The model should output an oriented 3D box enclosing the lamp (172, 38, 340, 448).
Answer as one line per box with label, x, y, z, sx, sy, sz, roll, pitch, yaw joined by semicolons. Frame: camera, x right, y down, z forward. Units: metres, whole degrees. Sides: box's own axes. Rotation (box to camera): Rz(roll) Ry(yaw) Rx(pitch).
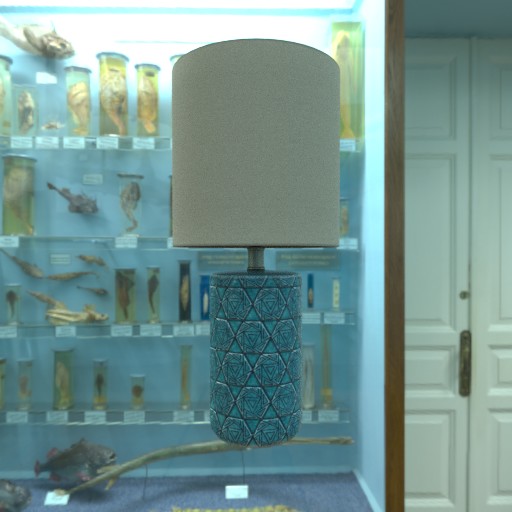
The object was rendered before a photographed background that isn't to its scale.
lamp;0.000;0.000;0.746;0.278;0.597;0.278;0;0;0
